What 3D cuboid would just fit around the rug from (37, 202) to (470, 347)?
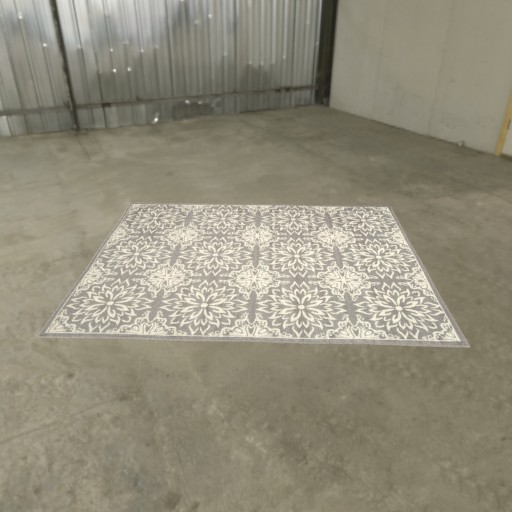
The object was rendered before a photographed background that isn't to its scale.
[{"bbox_3d":[0.000,0.000,4.059,2.980,0.012,2.363,1,30,2],"label":"rug"}]
